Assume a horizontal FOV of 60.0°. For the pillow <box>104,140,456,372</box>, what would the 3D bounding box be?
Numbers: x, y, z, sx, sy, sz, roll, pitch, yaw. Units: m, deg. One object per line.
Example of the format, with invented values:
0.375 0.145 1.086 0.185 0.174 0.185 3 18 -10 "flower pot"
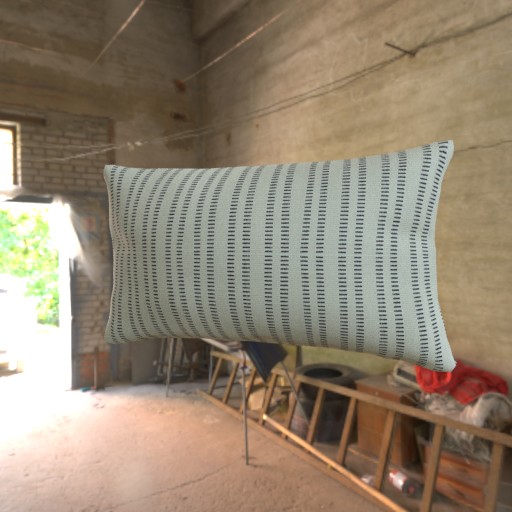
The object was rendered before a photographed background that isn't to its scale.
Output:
0.000 0.000 0.766 0.640 0.353 0.210 0 1 19 "pillow"
